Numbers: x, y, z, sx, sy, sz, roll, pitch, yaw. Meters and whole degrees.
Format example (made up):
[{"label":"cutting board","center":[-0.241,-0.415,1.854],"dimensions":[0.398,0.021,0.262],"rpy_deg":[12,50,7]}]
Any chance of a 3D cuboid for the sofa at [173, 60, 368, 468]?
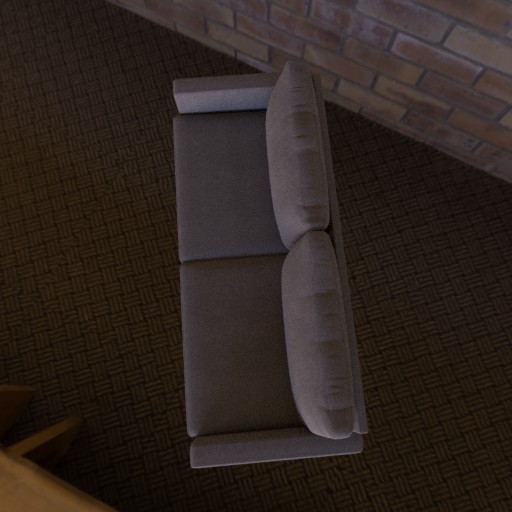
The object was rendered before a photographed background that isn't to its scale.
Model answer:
[{"label":"sofa","center":[0.000,0.000,2.526],"dimensions":[0.880,0.880,2.100],"rpy_deg":[-5,77,-1]}]
